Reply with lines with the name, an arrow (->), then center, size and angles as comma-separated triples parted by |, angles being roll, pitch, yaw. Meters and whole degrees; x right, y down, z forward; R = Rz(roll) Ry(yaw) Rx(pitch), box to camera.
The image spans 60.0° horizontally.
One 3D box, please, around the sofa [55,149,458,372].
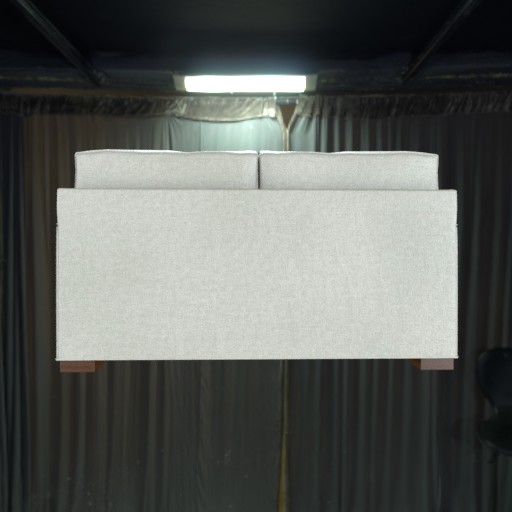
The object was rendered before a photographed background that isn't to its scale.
sofa -> 0.000, 0.000, 2.090 | 1.484, 0.853, 0.940 | 0, 0, -1
